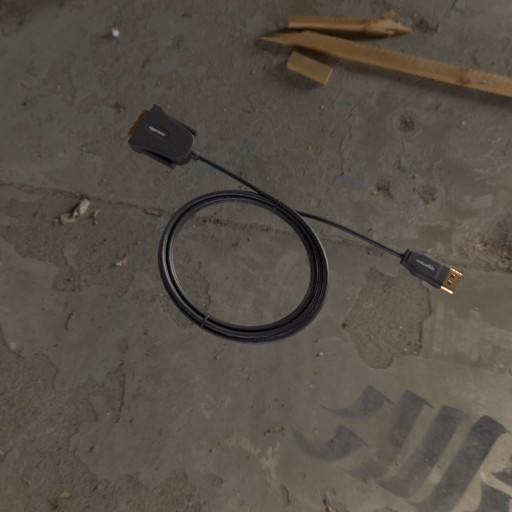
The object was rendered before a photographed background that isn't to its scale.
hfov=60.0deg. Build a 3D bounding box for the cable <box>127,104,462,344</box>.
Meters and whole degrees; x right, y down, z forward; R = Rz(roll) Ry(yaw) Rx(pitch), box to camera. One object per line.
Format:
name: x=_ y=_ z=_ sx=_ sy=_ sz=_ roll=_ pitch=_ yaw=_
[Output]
cable: x=0.000 y=0.000 z=0.338 sx=0.281 sy=0.015 sz=0.136 roll=30 pitch=78 yaw=7
